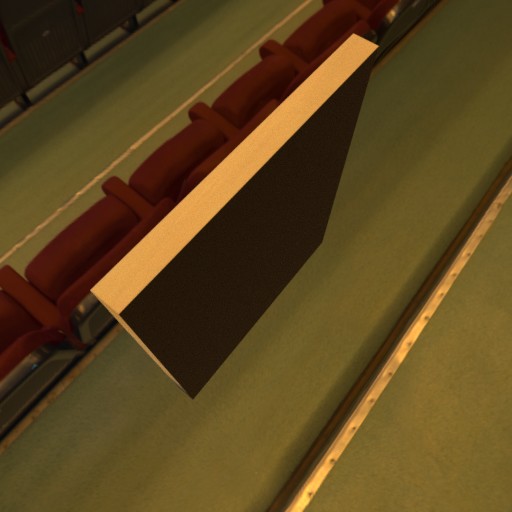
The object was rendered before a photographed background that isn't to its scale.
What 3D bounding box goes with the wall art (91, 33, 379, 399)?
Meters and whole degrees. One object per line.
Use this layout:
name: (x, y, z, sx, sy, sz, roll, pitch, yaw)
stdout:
wall art: (0.000, 0.000, 0.698, 0.037, 0.511, 0.435, 35, 69, 16)
